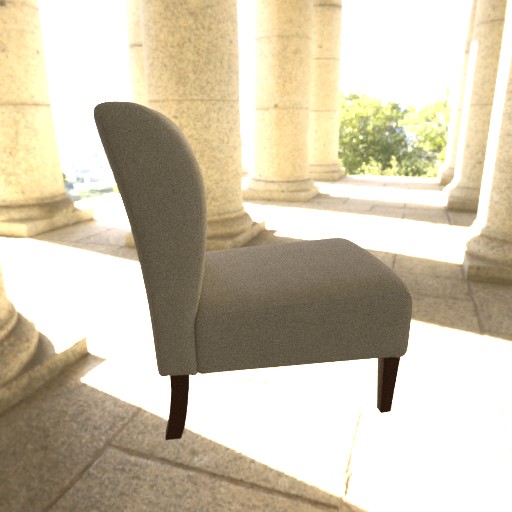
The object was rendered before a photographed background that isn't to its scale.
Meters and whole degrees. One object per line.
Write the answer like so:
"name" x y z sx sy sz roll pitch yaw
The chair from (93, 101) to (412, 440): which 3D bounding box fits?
"chair" 0.000 0.000 1.292 0.754 0.833 0.521 -3 17 -9
